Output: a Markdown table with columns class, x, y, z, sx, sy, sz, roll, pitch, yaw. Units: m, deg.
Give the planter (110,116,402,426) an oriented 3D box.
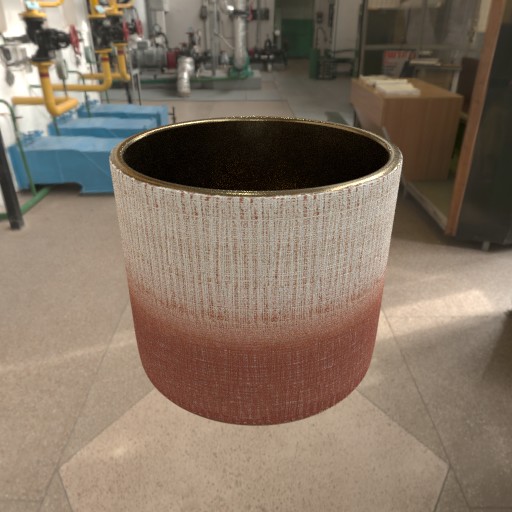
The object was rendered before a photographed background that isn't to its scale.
| class | x | y | z | sx | sy | sz | roll | pitch | yaw |
| --- | --- | --- | --- | --- | --- | --- | --- | --- | --- |
| planter | 0.000 | 0.000 | 0.311 | 0.178 | 0.157 | 0.178 | 0 | 29 | 0 |
